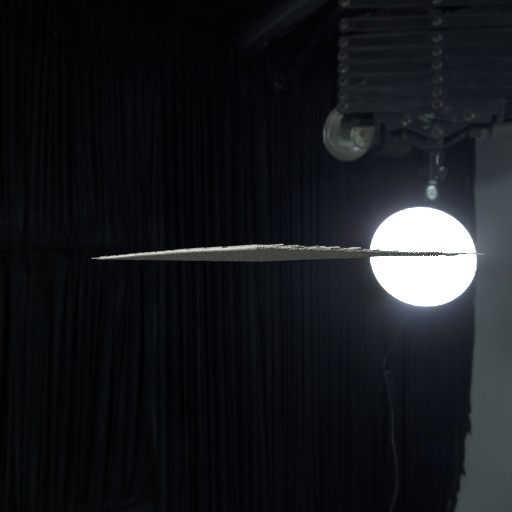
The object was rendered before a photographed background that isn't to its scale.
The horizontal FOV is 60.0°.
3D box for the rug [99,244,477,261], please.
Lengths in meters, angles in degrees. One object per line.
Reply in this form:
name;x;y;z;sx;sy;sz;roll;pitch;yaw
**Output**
rug;0.000;0.000;3.302;1.664;0.029;2.615;1;-2;-36
